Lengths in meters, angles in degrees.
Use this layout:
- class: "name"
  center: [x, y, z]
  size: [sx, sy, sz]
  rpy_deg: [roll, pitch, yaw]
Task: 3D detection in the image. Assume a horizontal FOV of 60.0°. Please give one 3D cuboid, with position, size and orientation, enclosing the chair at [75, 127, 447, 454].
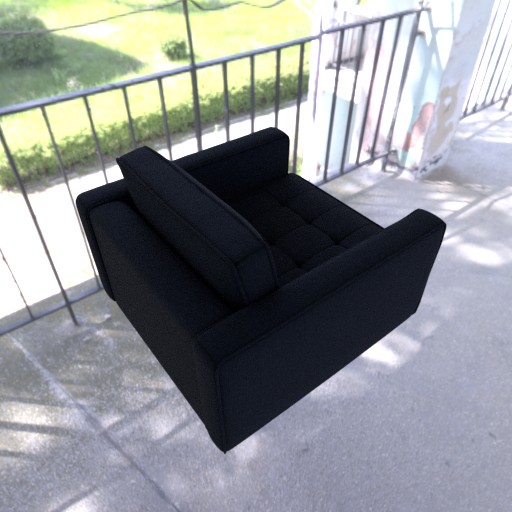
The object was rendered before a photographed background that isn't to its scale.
- class: "chair"
  center: [0.000, 0.000, 1.603]
  size: [0.920, 0.770, 0.899]
  rpy_deg: [-27, 48, -27]
